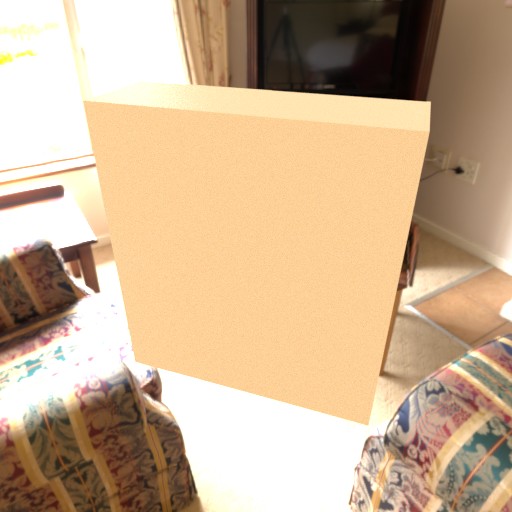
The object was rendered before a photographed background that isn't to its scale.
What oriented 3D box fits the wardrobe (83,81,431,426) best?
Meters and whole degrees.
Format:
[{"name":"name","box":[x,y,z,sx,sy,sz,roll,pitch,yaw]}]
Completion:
[{"name":"wardrobe","box":[0.000,0.000,2.988,1.830,2.020,0.600,10,33,16]}]
